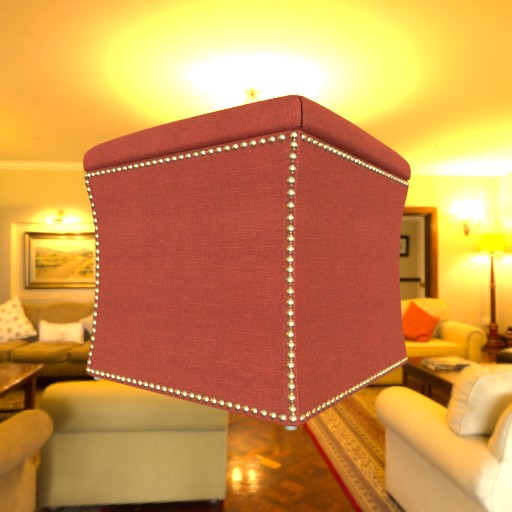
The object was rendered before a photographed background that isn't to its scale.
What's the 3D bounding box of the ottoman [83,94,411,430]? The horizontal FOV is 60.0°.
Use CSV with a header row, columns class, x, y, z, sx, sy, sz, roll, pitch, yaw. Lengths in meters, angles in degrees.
class,x,y,z,sx,sy,sz,roll,pitch,yaw
ottoman,0.000,0.000,0.903,0.507,0.475,0.497,-1,-1,36
